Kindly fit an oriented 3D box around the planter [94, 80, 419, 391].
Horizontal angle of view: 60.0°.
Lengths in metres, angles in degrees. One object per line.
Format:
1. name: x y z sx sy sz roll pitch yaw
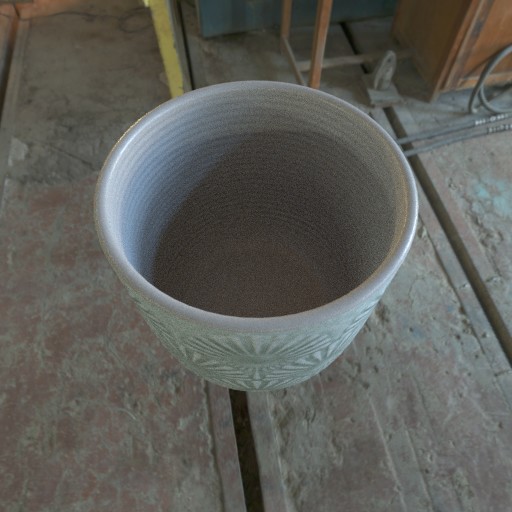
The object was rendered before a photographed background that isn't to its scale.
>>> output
1. planter: 0.000 0.000 0.217 0.124 0.109 0.124 0 58 0
